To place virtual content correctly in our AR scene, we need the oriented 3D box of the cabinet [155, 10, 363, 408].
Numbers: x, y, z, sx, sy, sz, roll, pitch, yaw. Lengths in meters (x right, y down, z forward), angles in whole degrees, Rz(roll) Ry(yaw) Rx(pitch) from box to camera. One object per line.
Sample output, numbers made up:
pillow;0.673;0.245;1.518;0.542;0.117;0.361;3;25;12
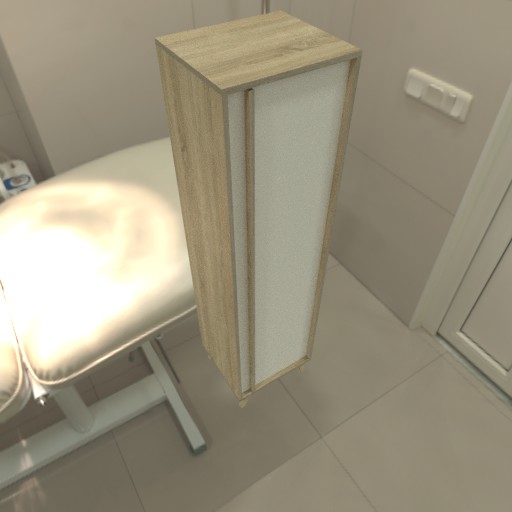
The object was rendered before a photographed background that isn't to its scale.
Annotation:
cabinet;0.000;0.000;2.132;0.510;1.960;0.450;-25;51;-22
